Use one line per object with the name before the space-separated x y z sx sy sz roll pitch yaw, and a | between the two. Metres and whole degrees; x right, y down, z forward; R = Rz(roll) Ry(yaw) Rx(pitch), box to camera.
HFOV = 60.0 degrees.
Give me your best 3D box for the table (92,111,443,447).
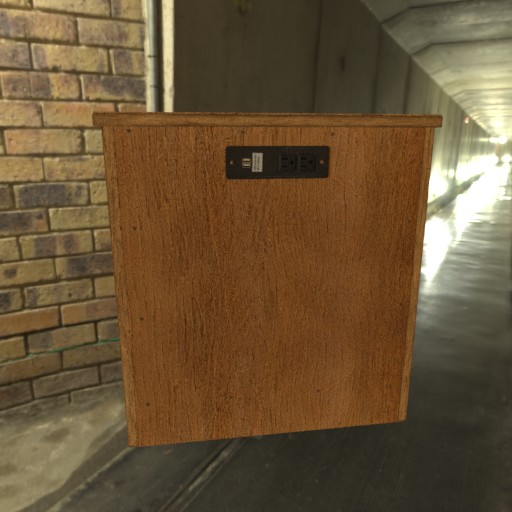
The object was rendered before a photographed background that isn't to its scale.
table | 0.000 0.000 1.059 0.601 0.625 0.494 -2 15 -8
